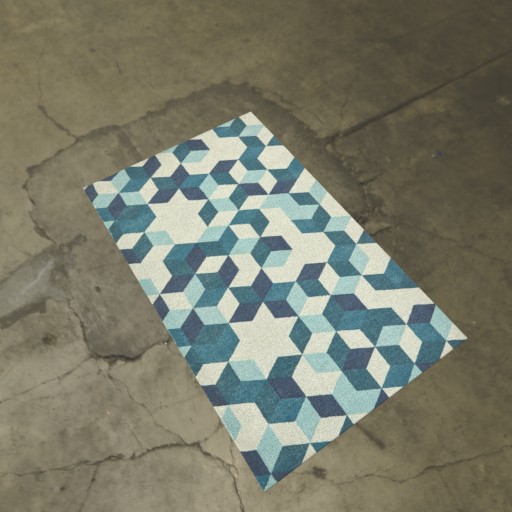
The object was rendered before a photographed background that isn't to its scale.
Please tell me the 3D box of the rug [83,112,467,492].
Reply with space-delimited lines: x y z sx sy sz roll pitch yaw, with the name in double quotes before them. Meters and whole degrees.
"rug" 0.000 0.000 3.043 1.518 0.015 2.438 -30 63 -17
